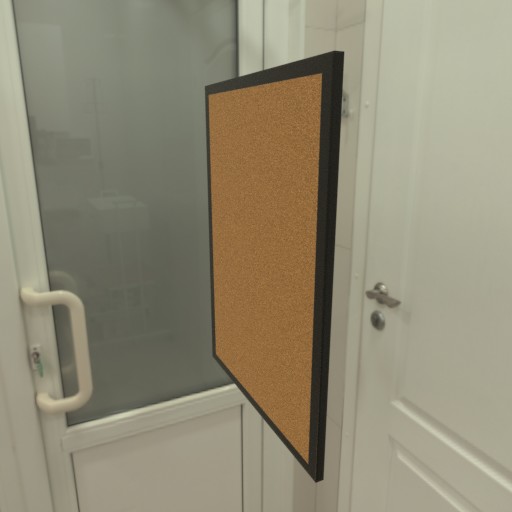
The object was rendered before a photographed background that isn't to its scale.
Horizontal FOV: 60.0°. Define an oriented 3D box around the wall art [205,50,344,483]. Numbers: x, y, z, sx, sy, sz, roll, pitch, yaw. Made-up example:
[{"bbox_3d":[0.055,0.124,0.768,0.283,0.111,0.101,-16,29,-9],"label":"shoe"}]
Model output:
[{"bbox_3d":[0.000,0.000,0.856,0.016,0.657,0.480,-7,17,-25],"label":"wall art"}]
